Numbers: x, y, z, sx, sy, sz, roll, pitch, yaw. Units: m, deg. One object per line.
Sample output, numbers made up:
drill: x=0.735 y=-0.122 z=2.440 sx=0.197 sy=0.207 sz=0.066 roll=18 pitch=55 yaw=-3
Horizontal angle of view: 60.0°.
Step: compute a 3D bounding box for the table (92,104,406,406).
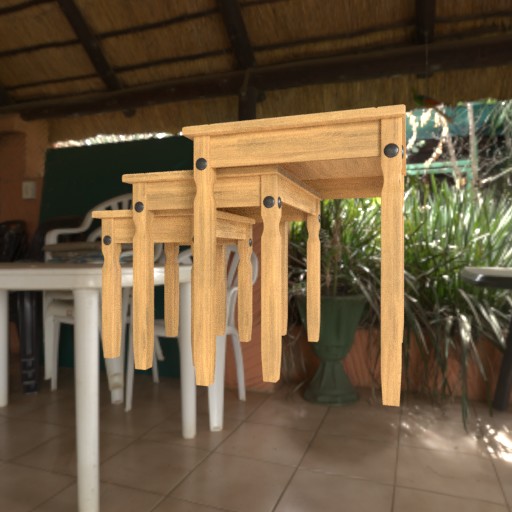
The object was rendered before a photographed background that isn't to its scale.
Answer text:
table: x=0.000 y=0.000 z=1.209 sx=0.773 sy=0.535 sz=0.660 roll=0 pitch=0 yaw=19
